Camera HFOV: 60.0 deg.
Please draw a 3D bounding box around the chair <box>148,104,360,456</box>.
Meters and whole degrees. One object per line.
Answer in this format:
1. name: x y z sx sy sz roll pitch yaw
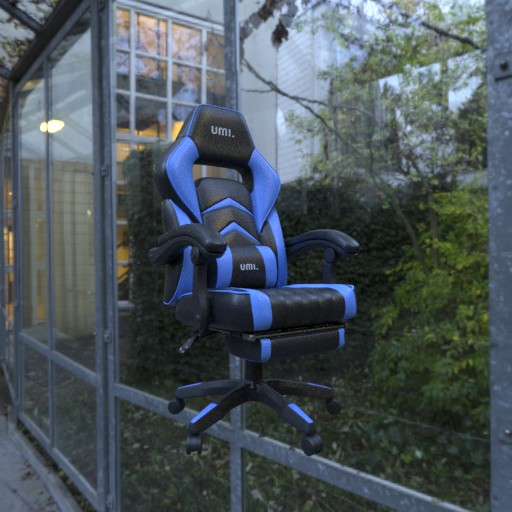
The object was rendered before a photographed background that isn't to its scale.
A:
1. chair: 0.000 0.000 1.698 0.700 1.280 0.700 0 0 -35
